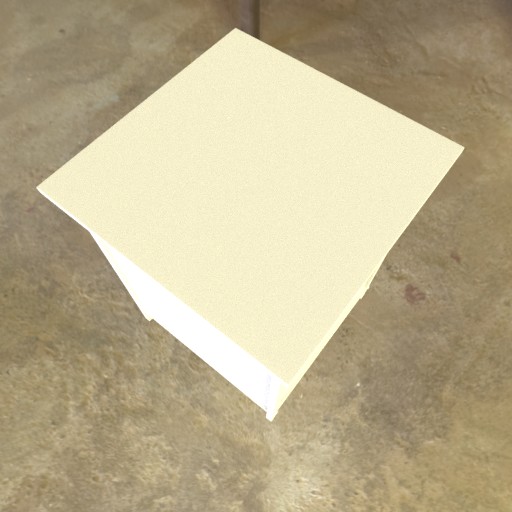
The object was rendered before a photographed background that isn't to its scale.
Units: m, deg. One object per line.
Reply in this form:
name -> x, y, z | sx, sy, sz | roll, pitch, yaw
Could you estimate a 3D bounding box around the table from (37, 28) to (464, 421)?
table -> 0.000, 0.000, 0.766 | 0.381, 0.483, 0.381 | 35, 68, 17
